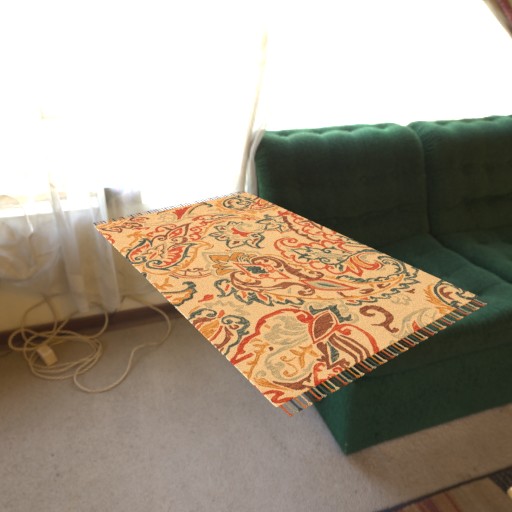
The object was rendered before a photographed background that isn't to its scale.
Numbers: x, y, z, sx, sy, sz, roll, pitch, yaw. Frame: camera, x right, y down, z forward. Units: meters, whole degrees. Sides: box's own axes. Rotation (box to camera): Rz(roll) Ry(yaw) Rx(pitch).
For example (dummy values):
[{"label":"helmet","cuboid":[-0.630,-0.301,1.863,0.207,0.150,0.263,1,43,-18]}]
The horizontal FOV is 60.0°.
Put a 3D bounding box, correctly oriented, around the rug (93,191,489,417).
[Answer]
[{"label":"rug","cuboid":[0.000,0.000,3.138,1.523,0.010,2.584,-17,31,-31]}]
